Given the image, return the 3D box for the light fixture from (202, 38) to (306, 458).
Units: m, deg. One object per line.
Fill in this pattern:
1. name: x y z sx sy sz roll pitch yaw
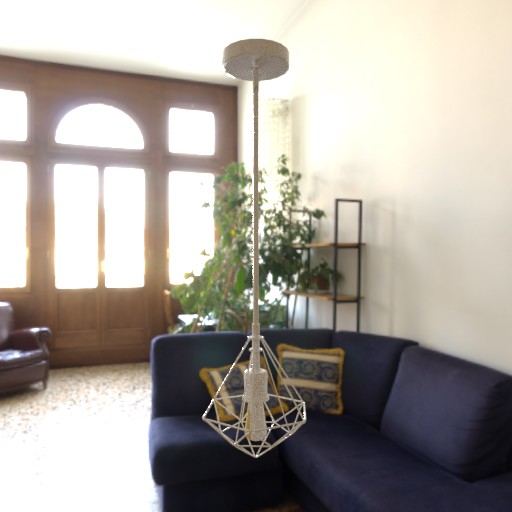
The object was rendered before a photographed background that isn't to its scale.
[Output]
1. light fixture: 0.000 0.000 1.943 0.487 1.764 0.431 0 0 35
